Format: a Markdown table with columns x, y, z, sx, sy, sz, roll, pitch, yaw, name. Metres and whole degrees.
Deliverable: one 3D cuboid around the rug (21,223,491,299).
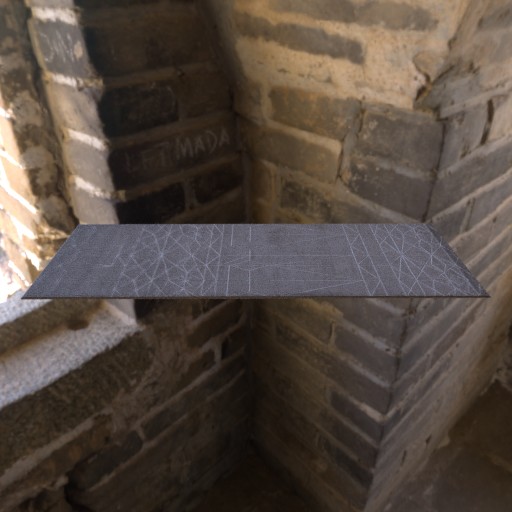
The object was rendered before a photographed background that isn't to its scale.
| x | y | z | sx | sy | sz | roll | pitch | yaw | name |
| --- | --- | --- | --- | --- | --- | --- | --- | --- | --- |
| 0.000 | 0.000 | 2.625 | 2.388 | 0.012 | 0.864 | 0 | 30 | 0 | rug |
